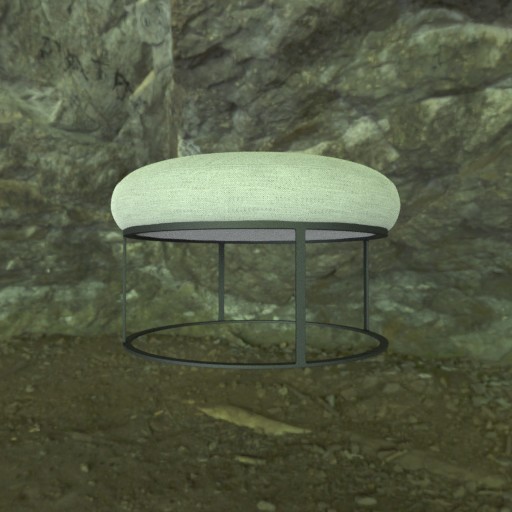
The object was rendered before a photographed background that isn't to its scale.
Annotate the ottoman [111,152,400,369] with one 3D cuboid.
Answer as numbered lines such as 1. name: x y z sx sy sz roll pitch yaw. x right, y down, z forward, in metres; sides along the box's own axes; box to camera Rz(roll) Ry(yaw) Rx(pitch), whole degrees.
1. ottoman: 0.000 0.000 1.233 0.769 0.459 0.769 0 -1 0
